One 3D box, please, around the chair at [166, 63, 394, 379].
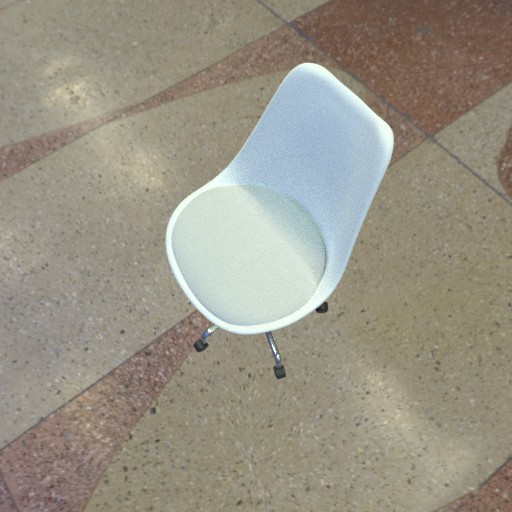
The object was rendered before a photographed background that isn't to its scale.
[{"bbox_3d":[0.000,0.000,1.294,0.550,0.930,0.550,-33,68,-15],"label":"chair"}]
